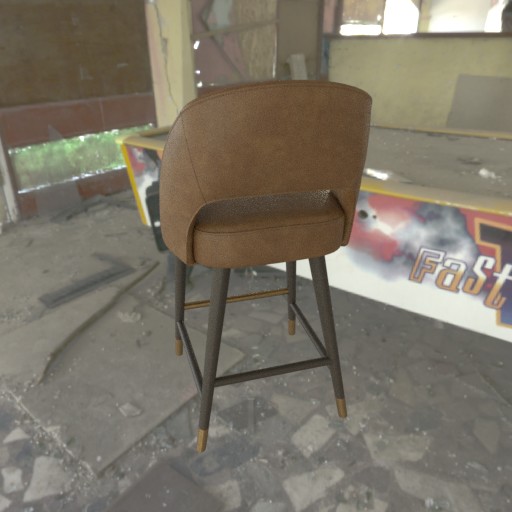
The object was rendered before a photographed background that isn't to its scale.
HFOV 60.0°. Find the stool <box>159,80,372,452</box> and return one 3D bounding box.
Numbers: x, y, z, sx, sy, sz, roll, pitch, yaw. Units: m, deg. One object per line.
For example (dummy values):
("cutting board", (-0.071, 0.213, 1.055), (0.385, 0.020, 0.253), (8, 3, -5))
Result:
("stool", (0.000, 0.000, 1.227), (0.494, 0.940, 0.509), (-7, 27, -15))
